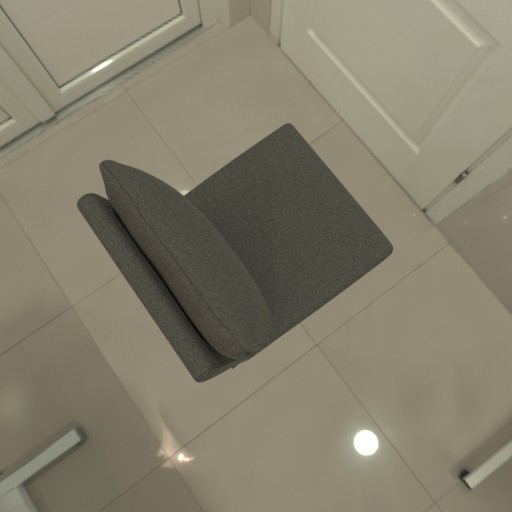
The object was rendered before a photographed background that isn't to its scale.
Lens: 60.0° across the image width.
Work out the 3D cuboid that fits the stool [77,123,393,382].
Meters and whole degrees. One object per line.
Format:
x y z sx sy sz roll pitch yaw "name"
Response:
0.000 0.000 1.287 0.569 1.030 0.463 -36 79 -8 "stool"
